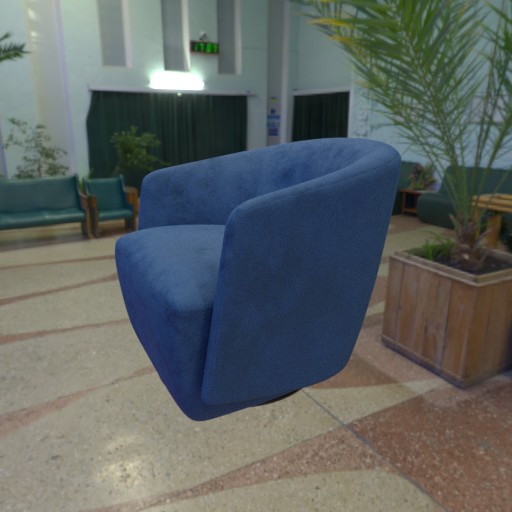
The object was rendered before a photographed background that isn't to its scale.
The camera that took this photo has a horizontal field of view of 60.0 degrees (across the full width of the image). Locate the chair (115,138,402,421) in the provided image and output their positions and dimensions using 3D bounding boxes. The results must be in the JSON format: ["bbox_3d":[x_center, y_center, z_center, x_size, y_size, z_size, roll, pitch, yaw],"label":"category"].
[{"bbox_3d":[0.000,0.000,1.366,0.767,0.698,0.773,-8,18,-26],"label":"chair"}]
